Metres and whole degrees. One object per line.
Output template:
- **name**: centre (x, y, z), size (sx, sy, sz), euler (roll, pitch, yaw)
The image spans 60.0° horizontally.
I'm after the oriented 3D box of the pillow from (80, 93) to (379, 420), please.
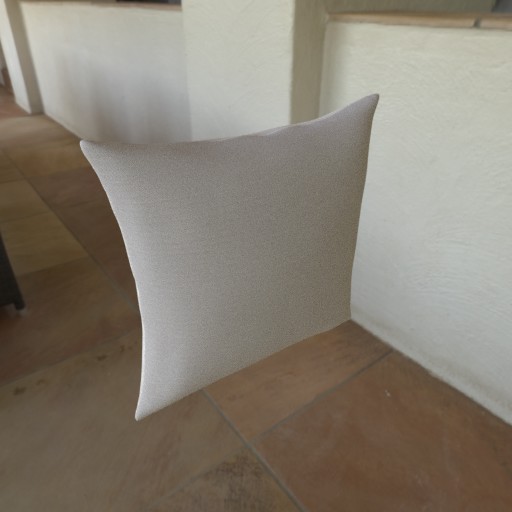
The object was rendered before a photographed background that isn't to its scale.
- **pillow**: centre (0.000, 0.000, 0.777), size (0.512, 0.497, 0.204), euler (-18, 35, -28)
